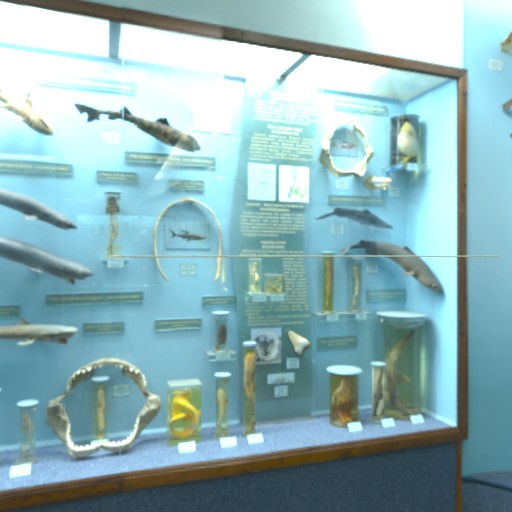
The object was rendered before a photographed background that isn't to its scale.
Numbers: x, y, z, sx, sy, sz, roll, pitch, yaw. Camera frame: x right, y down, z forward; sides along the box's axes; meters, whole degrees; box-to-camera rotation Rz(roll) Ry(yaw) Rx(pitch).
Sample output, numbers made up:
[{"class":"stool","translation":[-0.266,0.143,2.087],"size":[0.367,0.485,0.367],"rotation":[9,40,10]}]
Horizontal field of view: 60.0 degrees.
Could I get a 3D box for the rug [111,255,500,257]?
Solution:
[{"class":"rug","translation":[0.000,0.000,4.005],"size":[2.421,0.008,3.045],"rotation":[0,0,-17]}]
